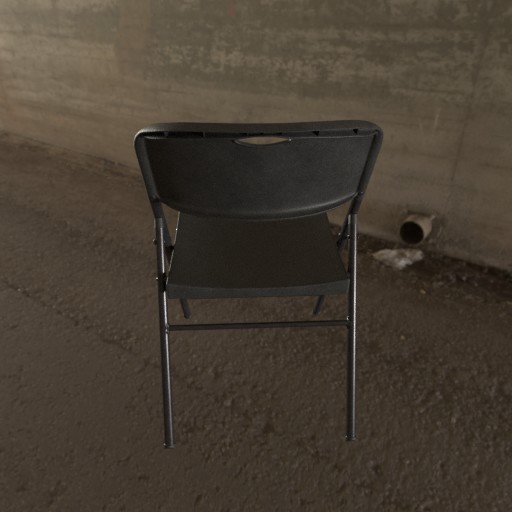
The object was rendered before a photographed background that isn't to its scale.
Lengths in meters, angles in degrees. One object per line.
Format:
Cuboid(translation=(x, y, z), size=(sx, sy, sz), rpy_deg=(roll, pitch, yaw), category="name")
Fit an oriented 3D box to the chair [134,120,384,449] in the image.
Cuboid(translation=(0.000, 0.000, 1.157), size=(0.494, 0.810, 0.566), rpy_deg=(-1, 30, -2), category="chair")
